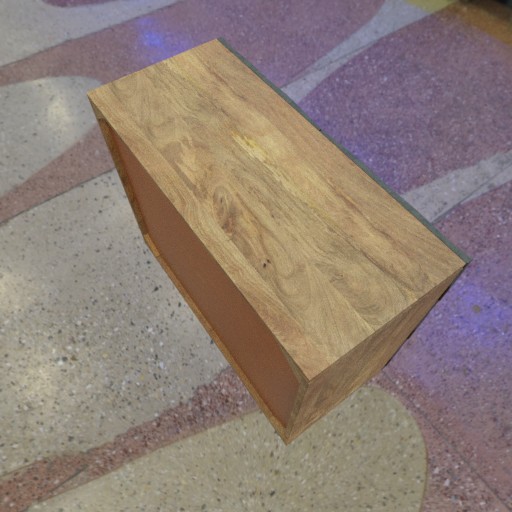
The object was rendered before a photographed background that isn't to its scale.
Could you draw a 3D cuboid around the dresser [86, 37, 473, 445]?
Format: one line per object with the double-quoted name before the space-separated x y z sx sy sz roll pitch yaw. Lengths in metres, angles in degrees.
"dresser" 0.000 0.000 1.424 0.446 0.847 0.967 -31 64 -18
